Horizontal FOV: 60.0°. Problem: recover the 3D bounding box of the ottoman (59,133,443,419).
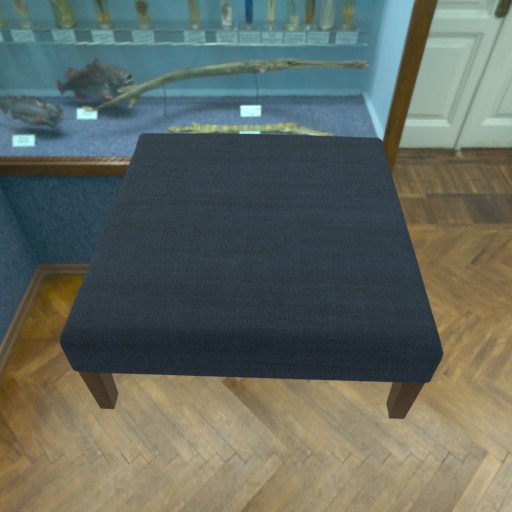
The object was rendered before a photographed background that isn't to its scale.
[{"bbox_3d":[0.000,0.000,1.418,0.890,0.411,0.889,1,46,1],"label":"ottoman"}]
